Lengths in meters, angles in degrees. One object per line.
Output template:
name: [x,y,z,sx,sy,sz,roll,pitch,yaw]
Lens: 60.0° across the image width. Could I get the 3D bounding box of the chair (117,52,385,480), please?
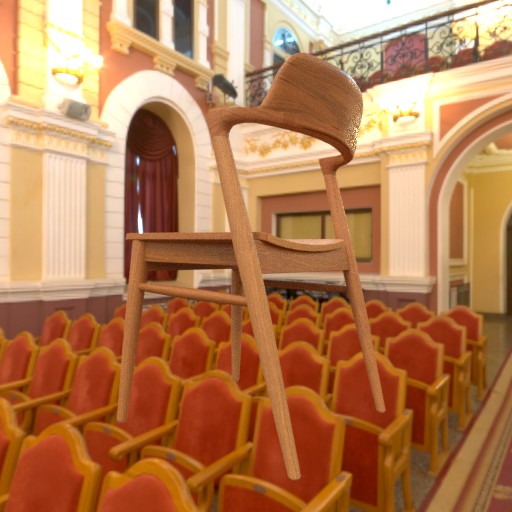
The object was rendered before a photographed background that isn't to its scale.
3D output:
chair: [0.000,0.000,1.100,0.499,0.792,0.512,0,-1,36]
